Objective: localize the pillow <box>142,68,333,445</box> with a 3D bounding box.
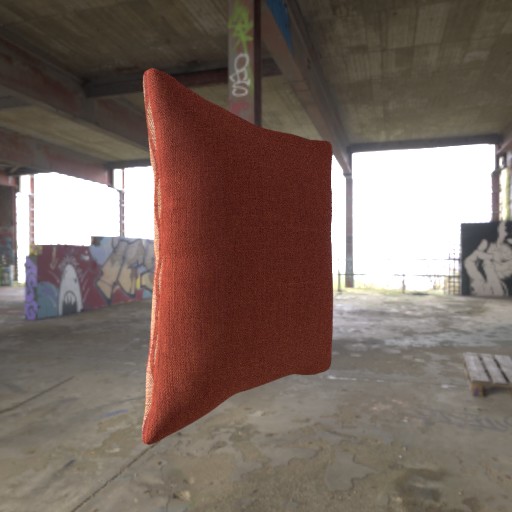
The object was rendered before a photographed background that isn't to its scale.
[{"bbox_3d":[0.000,0.000,0.677,0.159,0.434,0.429,0,1,37],"label":"pillow"}]
